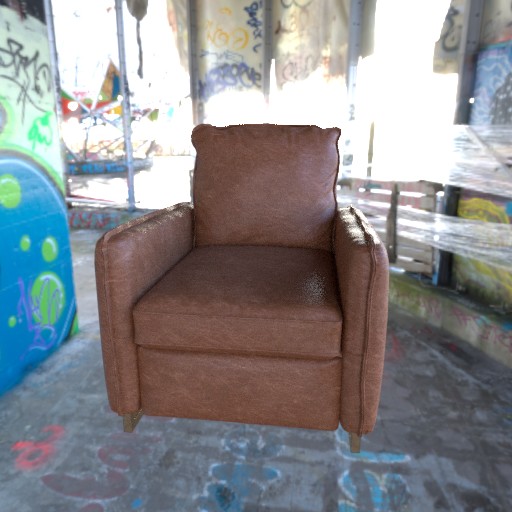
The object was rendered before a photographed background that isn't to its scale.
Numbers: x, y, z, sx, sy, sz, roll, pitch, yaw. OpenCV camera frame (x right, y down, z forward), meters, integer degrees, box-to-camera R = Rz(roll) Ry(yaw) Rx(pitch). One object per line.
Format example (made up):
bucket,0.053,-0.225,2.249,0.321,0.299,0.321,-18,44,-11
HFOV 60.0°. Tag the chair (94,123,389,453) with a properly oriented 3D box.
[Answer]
chair,0.000,0.000,1.580,0.830,0.922,0.922,2,16,7
